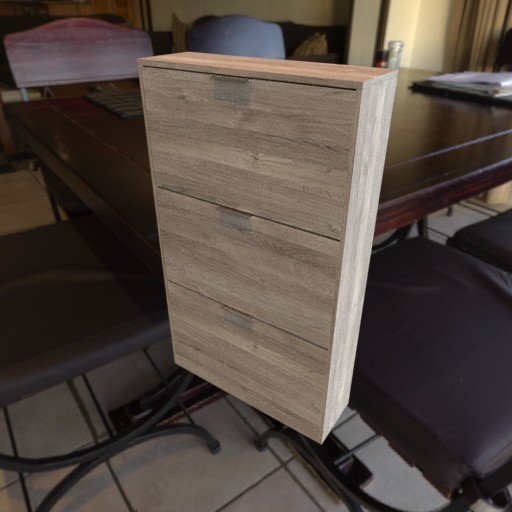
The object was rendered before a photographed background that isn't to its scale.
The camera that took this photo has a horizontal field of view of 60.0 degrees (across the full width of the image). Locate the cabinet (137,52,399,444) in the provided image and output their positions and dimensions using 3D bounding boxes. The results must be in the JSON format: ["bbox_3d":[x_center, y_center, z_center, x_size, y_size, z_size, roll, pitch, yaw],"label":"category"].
[{"bbox_3d":[0.000,0.000,1.598,0.750,1.280,0.250,19,36,29],"label":"cabinet"}]
